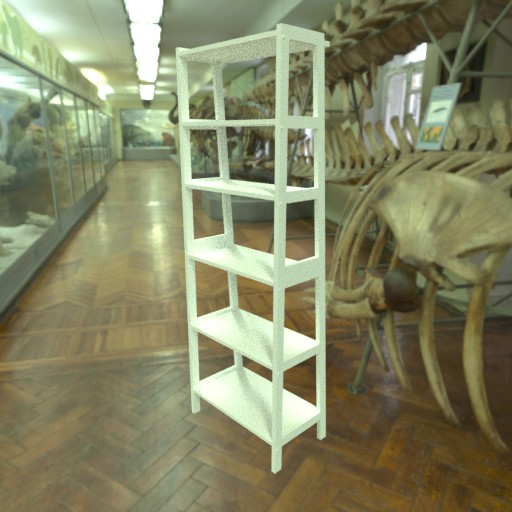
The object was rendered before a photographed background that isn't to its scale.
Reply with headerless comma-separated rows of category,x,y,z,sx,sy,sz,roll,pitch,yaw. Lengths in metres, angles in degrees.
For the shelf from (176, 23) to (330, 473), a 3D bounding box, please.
shelf,0.000,0.000,2.155,0.381,1.892,0.660,-14,21,-42
